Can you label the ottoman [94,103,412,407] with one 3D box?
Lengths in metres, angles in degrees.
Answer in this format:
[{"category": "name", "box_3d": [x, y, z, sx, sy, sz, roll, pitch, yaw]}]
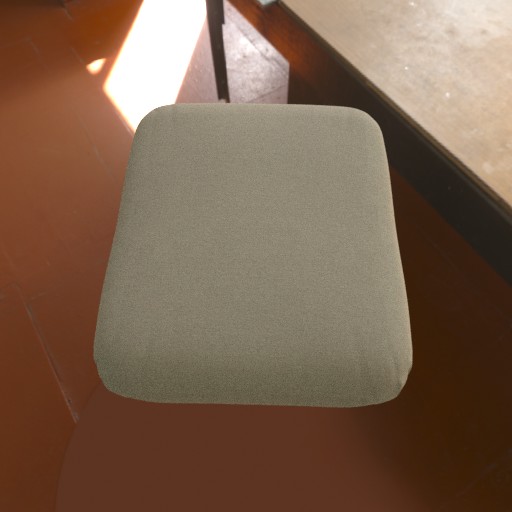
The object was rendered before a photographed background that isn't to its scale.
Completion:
[{"category": "ottoman", "box_3d": [0.000, 0.000, 1.131, 0.639, 0.450, 0.746, 1, 63, 1]}]
